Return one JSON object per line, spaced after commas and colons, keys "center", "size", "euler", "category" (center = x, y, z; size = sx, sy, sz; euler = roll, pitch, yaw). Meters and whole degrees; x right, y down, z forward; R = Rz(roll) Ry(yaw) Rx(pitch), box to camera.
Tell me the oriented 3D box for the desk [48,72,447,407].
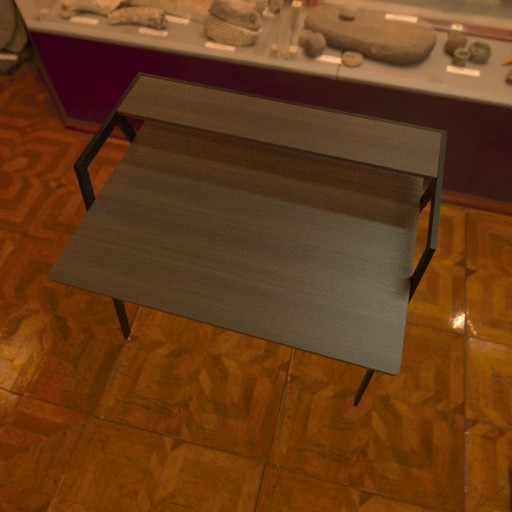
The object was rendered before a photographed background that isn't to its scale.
{"center": [0.000, 0.000, 1.829], "size": [1.143, 0.998, 0.936], "euler": [14, 58, 9], "category": "desk"}
